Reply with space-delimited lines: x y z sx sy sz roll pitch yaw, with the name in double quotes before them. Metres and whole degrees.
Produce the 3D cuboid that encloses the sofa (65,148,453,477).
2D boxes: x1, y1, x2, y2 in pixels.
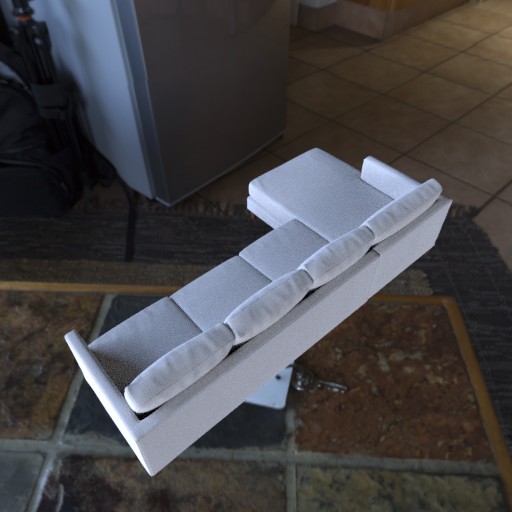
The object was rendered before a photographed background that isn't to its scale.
"sofa" 0.000 0.000 3.740 3.186 0.861 1.625 -32 54 -27
